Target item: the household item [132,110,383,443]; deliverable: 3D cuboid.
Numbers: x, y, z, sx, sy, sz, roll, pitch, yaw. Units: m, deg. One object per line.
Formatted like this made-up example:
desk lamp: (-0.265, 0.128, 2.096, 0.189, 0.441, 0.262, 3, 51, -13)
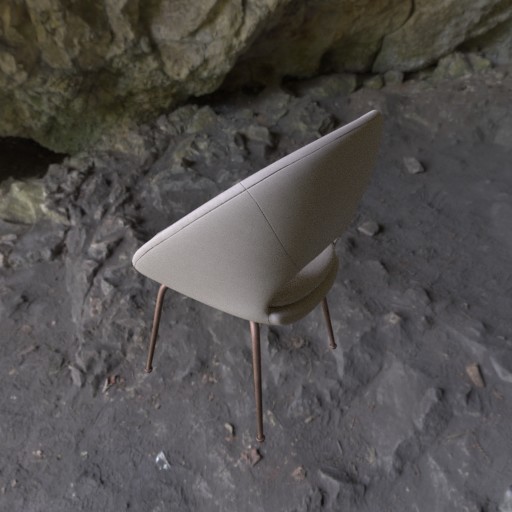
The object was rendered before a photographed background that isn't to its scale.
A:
household item: (0.000, 0.000, 1.261, 0.573, 0.852, 0.623, 21, 38, 29)
